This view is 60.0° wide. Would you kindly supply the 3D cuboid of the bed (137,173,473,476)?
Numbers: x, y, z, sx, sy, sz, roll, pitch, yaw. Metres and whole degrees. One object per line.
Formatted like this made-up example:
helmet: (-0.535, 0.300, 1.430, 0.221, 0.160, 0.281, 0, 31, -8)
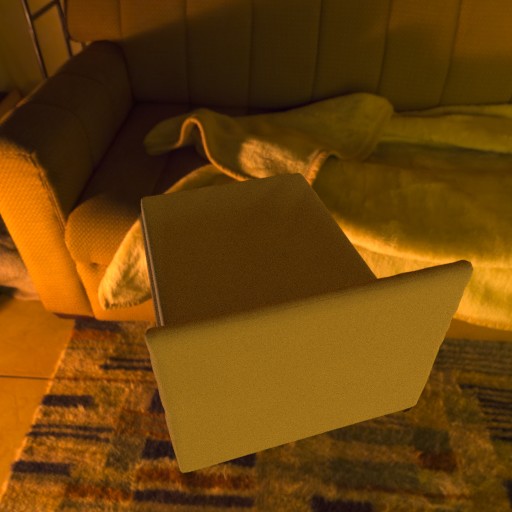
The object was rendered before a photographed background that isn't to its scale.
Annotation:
bed: (0.000, 0.000, 3.403, 1.698, 1.427, 2.387, -11, 43, -12)
